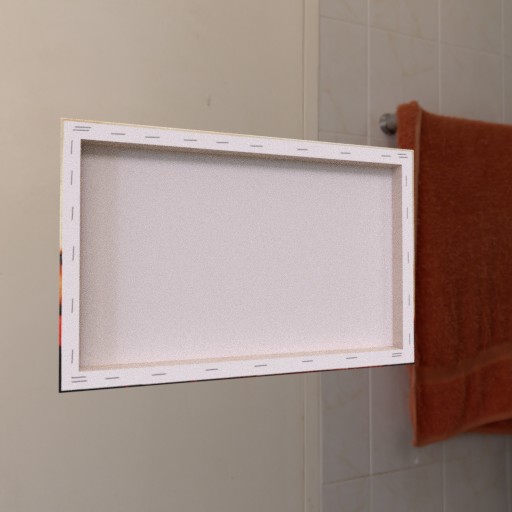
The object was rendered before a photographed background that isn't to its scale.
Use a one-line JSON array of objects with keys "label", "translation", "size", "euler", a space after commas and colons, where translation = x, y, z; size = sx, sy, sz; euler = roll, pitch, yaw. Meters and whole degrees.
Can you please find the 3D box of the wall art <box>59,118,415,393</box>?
[{"label": "wall art", "translation": [0.000, 0.000, 0.757], "size": [0.613, 0.402, 0.040], "euler": [0, -1, -18]}]
